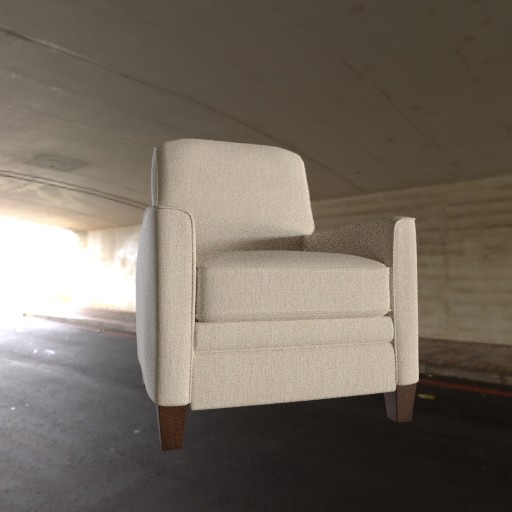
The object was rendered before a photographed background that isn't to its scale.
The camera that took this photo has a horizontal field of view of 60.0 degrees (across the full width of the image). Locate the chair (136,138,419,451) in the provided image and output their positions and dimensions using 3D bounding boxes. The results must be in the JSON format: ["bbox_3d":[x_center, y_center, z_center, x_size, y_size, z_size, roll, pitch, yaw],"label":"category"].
[{"bbox_3d":[0.000,0.000,1.613,0.841,1.028,0.858,1,-3,-18],"label":"chair"}]
